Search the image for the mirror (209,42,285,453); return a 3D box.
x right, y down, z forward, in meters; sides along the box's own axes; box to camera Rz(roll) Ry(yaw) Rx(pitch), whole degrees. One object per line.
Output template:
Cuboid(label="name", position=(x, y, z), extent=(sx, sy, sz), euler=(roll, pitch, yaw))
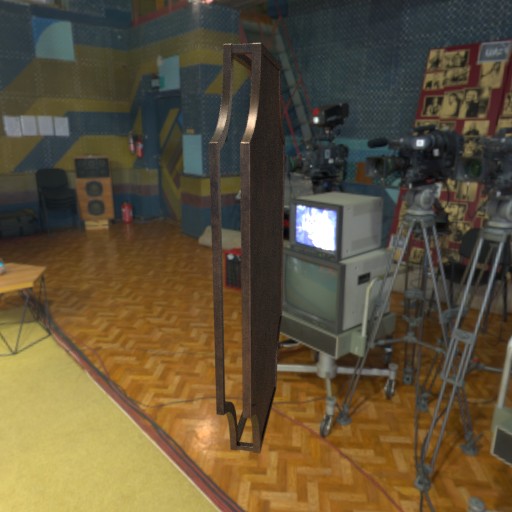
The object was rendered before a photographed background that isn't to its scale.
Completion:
Cuboid(label="mirror", position=(0.000, 0.000, 0.973), extent=(0.066, 0.811, 0.462), euler=(3, 16, 10))
